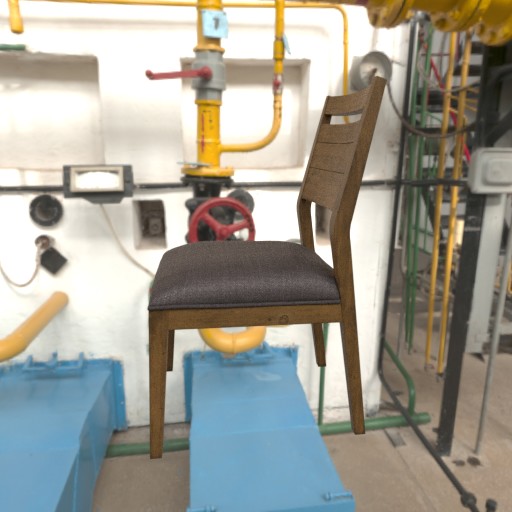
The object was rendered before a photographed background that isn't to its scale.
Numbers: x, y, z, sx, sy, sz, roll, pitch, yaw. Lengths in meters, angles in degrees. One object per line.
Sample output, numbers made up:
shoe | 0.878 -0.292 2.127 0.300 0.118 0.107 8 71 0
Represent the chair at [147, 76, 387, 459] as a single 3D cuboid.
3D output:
chair | 0.000 0.000 1.302 0.610 0.939 0.501 -2 14 -7
